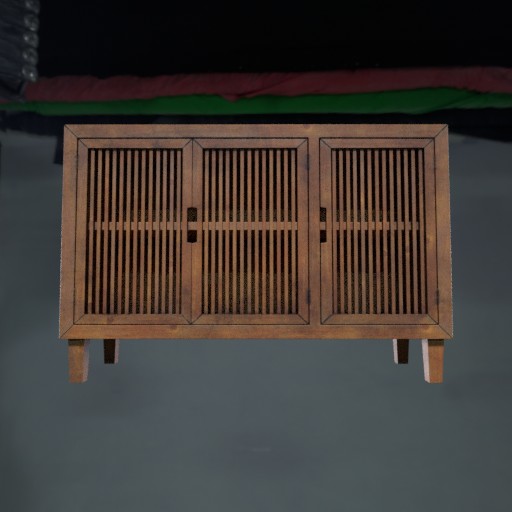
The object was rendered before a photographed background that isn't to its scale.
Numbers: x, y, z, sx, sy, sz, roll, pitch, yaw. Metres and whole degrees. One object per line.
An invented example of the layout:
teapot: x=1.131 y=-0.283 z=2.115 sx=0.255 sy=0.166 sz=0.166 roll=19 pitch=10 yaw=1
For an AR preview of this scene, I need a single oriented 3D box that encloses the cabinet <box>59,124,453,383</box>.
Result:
cabinet: x=0.000 y=0.000 z=1.567 sx=1.204 sy=0.805 sz=0.403 roll=0 pitch=-3 yaw=0
